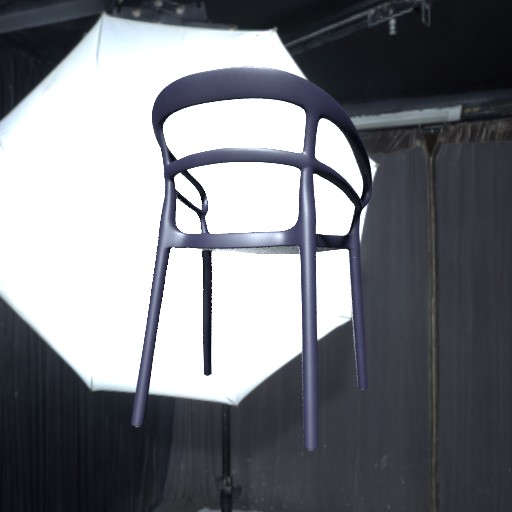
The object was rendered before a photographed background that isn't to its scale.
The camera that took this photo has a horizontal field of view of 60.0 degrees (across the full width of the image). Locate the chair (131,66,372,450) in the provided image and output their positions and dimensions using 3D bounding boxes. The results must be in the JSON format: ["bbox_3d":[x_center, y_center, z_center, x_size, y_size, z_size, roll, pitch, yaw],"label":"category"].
[{"bbox_3d":[0.000,0.000,1.154,0.559,0.761,0.527,-1,-2,19],"label":"chair"}]
